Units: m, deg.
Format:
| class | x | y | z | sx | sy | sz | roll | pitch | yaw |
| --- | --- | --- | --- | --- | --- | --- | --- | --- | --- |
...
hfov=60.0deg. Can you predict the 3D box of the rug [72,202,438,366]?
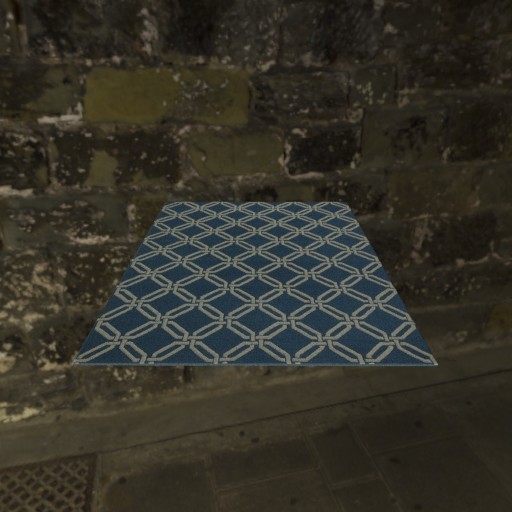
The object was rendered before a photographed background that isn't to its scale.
| class | x | y | z | sx | sy | sz | roll | pitch | yaw |
| --- | --- | --- | --- | --- | --- | --- | --- | --- | --- |
| rug | 0.000 | 0.000 | 4.441 | 2.432 | 0.018 | 3.342 | 0 | 26 | 0 |
